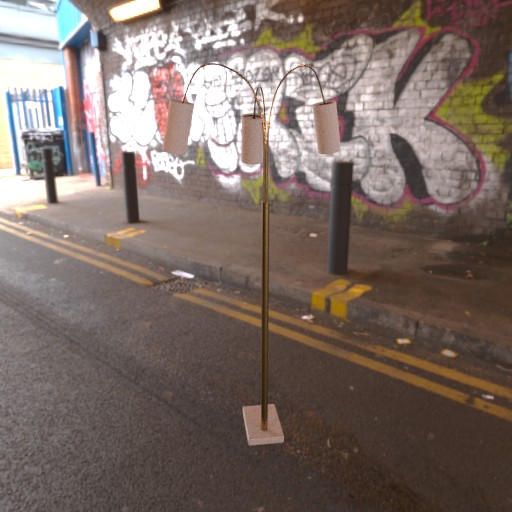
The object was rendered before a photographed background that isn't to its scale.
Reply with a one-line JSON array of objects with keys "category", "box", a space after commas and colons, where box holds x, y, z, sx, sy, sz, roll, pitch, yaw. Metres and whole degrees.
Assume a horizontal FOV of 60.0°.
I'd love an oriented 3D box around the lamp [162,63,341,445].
[{"category": "lamp", "box": [0.000, 0.000, 2.582, 1.020, 2.055, 0.667, -2, 15, -7]}]
